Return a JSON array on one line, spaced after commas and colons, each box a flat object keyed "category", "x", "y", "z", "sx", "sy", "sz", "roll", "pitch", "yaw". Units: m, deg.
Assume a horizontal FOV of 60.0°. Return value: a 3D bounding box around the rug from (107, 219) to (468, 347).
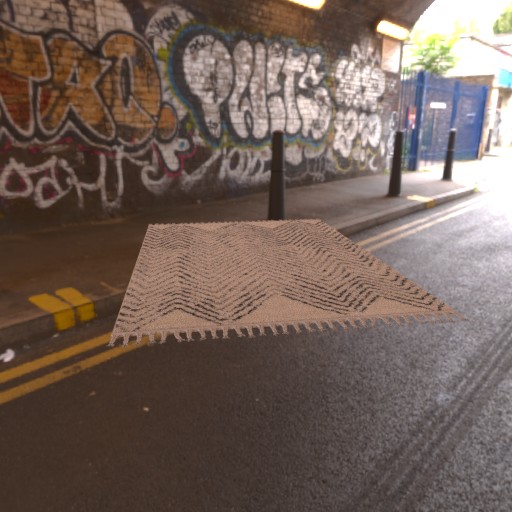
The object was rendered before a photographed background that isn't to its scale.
[{"category": "rug", "x": 0.000, "y": 0.000, "z": 2.328, "sx": 1.230, "sy": 0.014, "sz": 1.847, "roll": -3, "pitch": 16, "yaw": -9}]
